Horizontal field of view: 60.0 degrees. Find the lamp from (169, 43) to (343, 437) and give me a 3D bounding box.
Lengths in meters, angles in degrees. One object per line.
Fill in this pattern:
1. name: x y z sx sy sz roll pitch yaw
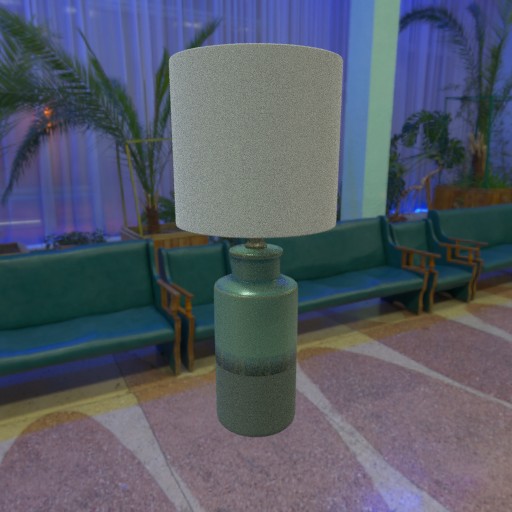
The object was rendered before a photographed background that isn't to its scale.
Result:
1. lamp: 0.000 0.000 0.607 0.212 0.493 0.212 -7 15 -26
